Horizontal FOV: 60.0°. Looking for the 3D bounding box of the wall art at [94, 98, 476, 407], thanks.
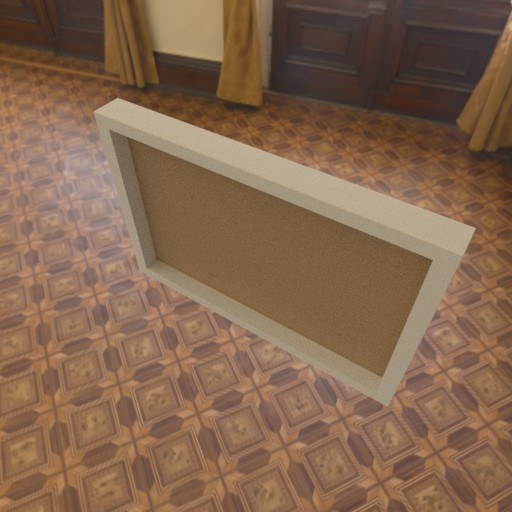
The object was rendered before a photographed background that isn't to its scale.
[{"bbox_3d":[0.000,0.000,0.498,0.384,0.254,0.039,26,52,22],"label":"wall art"}]
